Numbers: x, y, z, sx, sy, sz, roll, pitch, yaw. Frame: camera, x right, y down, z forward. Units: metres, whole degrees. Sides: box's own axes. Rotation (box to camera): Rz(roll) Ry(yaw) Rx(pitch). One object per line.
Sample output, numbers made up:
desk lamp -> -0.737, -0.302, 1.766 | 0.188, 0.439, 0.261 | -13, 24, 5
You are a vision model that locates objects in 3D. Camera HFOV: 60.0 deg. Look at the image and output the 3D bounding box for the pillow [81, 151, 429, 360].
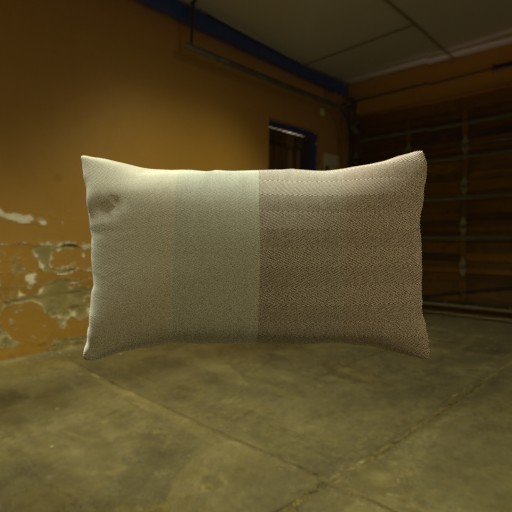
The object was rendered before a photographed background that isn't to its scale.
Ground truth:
pillow -> 0.000, 0.000, 0.647 | 0.506, 0.305, 0.139 | 0, 1, 0
